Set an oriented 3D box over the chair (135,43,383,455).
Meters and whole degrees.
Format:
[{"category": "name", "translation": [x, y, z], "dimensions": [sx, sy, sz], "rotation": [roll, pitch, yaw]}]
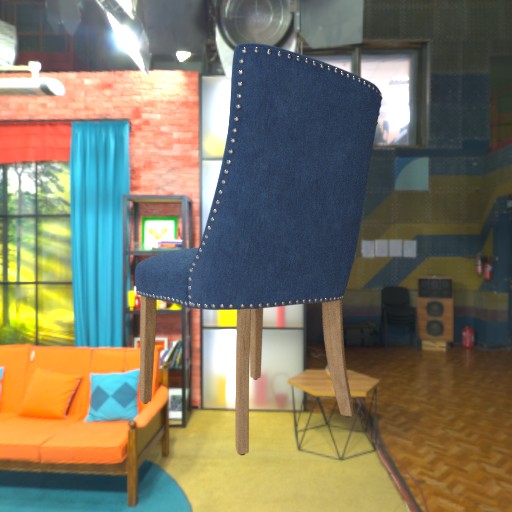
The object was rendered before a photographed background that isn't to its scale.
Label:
[{"category": "chair", "translation": [0.000, 0.000, 1.258], "dimensions": [0.495, 0.902, 0.610], "rotation": [0, 0, -38]}]
